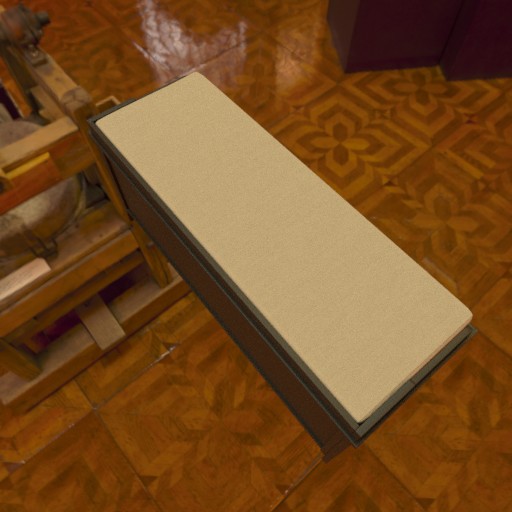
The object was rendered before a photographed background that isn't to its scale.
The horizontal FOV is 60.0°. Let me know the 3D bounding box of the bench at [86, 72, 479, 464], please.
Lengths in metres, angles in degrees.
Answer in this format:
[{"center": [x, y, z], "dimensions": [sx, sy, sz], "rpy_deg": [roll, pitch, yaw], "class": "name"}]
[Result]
[{"center": [0.000, 0.000, 1.356], "dimensions": [0.398, 0.501, 1.140], "rpy_deg": [-35, 65, -19], "class": "bench"}]
